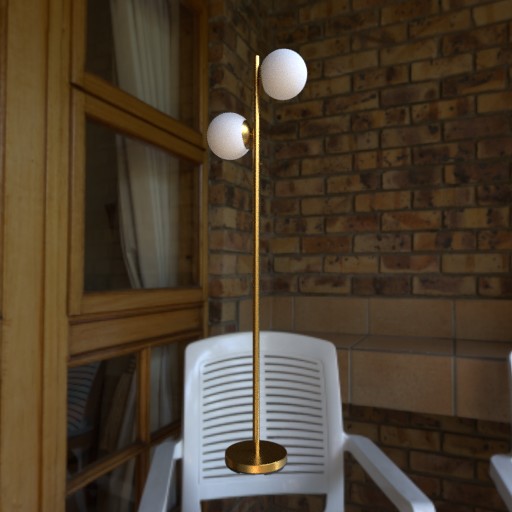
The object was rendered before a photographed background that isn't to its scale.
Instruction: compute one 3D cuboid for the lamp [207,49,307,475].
[{"bbox_3d":[0.000,0.000,1.792,0.419,1.641,0.249,-1,-2,18],"label":"lamp"}]
